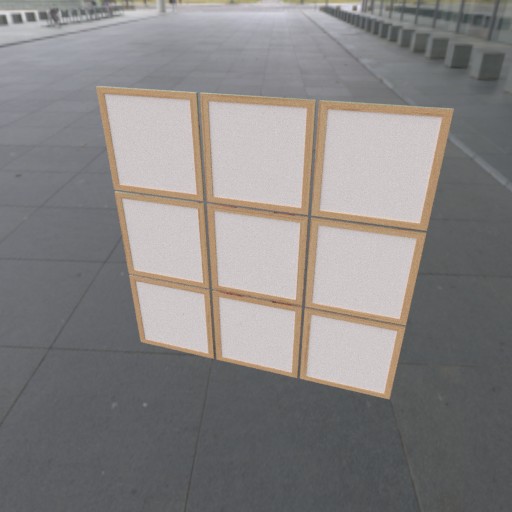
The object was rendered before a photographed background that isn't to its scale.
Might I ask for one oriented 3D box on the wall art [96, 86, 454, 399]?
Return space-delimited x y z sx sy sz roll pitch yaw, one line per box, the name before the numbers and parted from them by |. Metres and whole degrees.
wall art | 0.000 0.000 2.207 1.517 1.523 0.013 9 32 15
